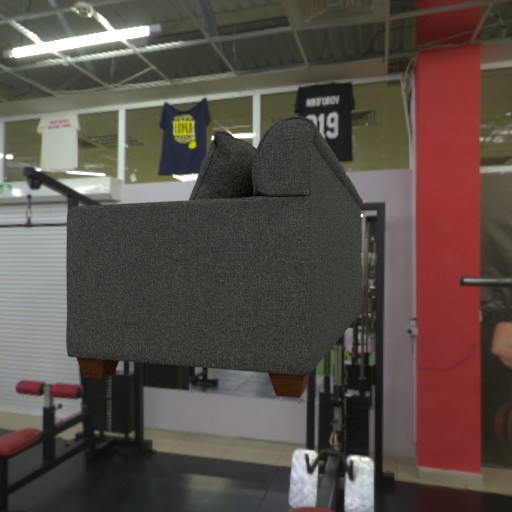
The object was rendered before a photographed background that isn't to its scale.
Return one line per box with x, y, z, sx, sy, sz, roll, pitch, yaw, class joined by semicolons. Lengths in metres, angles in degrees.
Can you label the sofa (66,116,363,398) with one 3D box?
0.000;0.000;2.406;0.998;0.958;1.846;0;-1;18;sofa
